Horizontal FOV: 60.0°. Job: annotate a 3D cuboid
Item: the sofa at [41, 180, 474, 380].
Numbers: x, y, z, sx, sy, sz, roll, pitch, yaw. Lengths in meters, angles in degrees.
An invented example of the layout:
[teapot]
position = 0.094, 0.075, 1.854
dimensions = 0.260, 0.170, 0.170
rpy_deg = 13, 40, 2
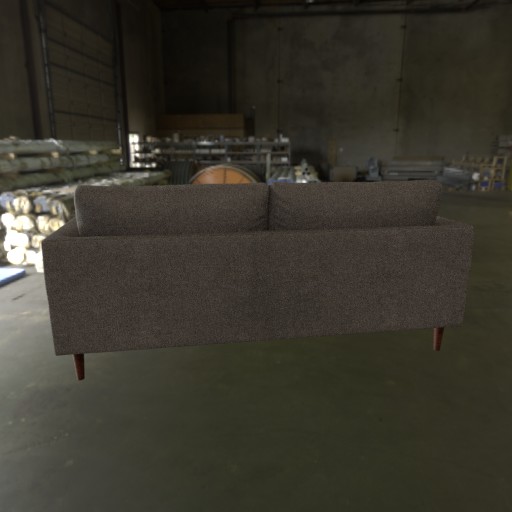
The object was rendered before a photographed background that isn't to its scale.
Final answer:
[sofa]
position = 0.000, 0.000, 2.461
dimensions = 1.948, 0.868, 1.020
rpy_deg = -2, 14, -9
